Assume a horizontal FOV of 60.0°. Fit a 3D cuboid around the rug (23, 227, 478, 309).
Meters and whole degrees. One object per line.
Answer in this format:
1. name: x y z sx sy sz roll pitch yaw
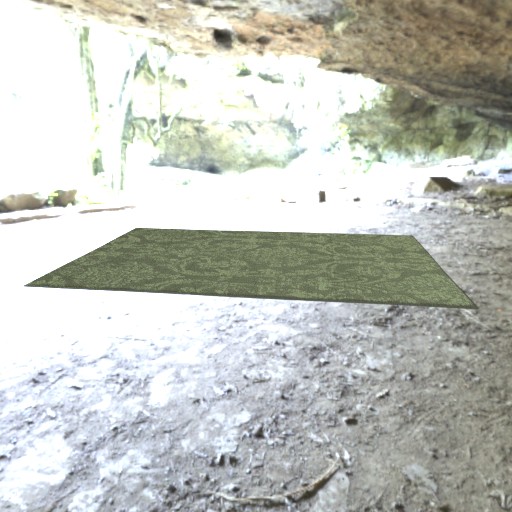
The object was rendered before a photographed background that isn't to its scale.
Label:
1. rug: 0.000 0.000 2.328 1.824 0.012 1.206 2 16 8
